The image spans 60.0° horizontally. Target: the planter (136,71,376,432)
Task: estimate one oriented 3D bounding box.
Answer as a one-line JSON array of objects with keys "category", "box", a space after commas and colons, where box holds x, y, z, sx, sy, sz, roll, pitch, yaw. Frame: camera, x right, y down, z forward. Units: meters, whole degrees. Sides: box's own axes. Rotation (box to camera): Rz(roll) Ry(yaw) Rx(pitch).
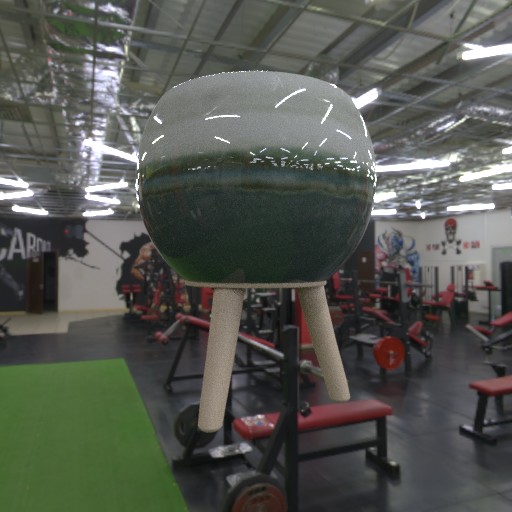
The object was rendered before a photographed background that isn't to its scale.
[{"category": "planter", "box": [0.000, 0.000, 0.422, 0.222, 0.278, 0.222, 0, -1, 0]}]
